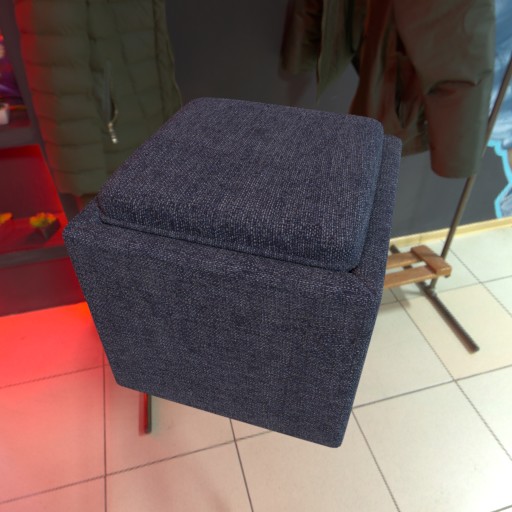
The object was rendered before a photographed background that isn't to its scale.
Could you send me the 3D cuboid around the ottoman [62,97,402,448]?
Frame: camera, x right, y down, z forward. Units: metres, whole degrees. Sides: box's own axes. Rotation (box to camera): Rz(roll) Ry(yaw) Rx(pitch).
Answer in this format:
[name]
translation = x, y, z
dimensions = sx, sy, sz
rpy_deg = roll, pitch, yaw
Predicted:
[ottoman]
translation = 0.000, 0.000, 0.844
dimensions = 0.450, 0.460, 0.450
rpy_deg = 12, 43, 13
